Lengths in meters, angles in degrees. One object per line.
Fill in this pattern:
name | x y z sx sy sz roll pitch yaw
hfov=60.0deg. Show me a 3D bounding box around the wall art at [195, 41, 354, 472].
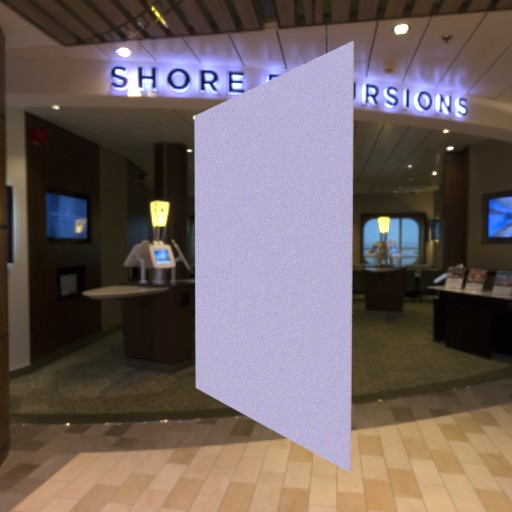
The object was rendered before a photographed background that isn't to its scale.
wall art | 0.000 0.000 0.811 0.003 0.610 0.457 -1 2 -36
